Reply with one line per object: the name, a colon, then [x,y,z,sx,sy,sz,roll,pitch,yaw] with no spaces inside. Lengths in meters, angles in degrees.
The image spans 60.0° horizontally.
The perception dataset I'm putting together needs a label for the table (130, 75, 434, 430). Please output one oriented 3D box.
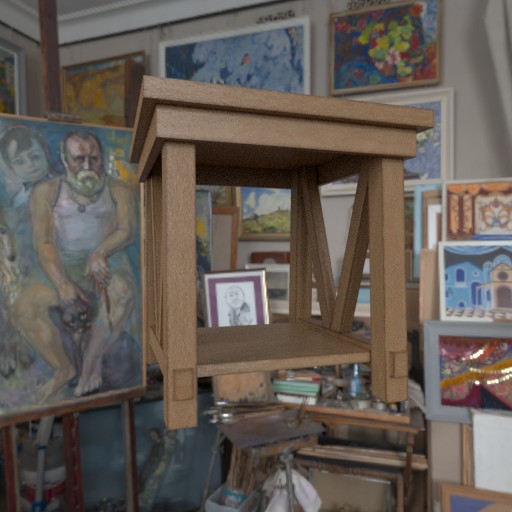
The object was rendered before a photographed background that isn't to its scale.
table: [0.000,0.000,1.157,0.610,0.638,0.612,0,1,-18]
